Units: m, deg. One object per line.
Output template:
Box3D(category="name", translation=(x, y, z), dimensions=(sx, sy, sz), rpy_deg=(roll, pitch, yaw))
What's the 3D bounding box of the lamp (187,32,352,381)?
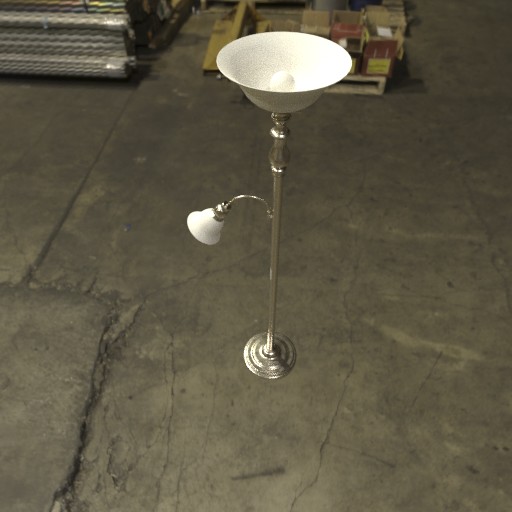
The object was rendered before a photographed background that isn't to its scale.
Box3D(category="lamp", translation=(0.000, 0.000, 2.000), dimensions=(0.575, 1.785, 0.405), rpy_deg=(3, 48, 3))
